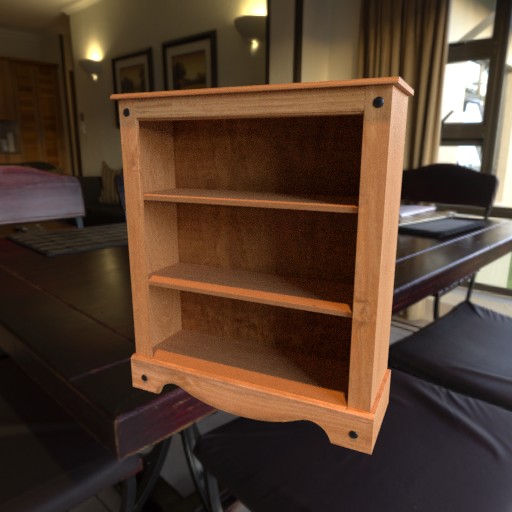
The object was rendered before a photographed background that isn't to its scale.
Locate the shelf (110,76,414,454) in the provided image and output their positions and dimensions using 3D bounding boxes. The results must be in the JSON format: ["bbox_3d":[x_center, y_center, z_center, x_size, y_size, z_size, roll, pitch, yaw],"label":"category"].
[{"bbox_3d":[0.000,0.000,1.406,0.840,0.980,0.291,7,15,25],"label":"shelf"}]
